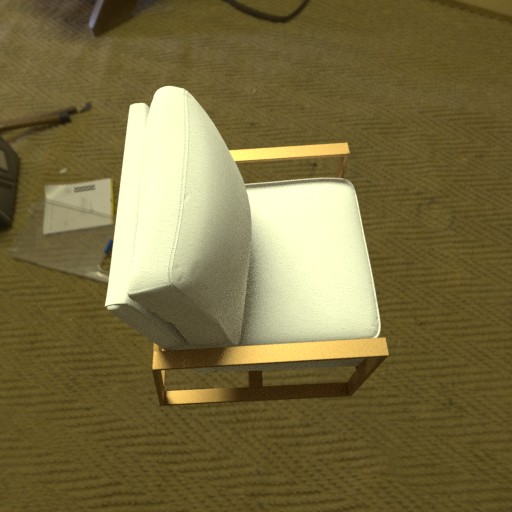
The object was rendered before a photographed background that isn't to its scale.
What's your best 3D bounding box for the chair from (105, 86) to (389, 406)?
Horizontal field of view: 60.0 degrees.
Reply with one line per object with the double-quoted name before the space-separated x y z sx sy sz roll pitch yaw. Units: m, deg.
"chair" 0.000 0.000 1.543 0.813 0.966 0.805 -3 62 -1
